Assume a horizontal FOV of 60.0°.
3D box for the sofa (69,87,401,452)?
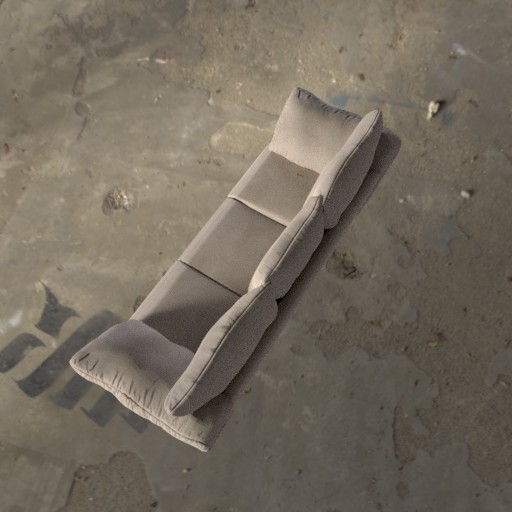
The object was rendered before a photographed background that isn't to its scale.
[{"bbox_3d":[0.000,0.000,2.866,0.878,0.996,2.334,30,68,13],"label":"sofa"}]
